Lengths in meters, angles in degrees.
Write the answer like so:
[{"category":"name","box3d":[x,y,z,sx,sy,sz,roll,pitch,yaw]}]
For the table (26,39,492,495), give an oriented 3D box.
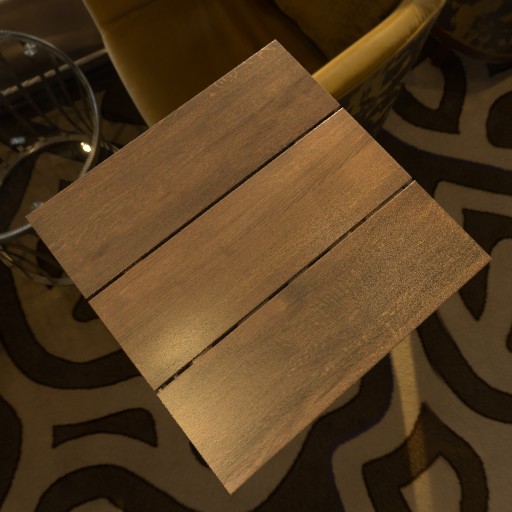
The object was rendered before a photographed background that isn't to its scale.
[{"category":"table","box3d":[0.000,0.000,1.395,0.900,0.400,0.900,-39,79,-9]}]
